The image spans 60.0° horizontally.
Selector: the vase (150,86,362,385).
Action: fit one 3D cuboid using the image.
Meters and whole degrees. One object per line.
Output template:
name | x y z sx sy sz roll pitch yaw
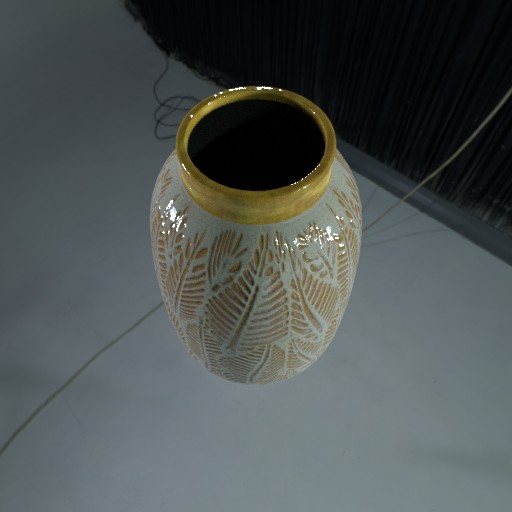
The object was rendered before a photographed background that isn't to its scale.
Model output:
vase | 0.000 0.000 0.380 0.172 0.270 0.172 0 58 0
